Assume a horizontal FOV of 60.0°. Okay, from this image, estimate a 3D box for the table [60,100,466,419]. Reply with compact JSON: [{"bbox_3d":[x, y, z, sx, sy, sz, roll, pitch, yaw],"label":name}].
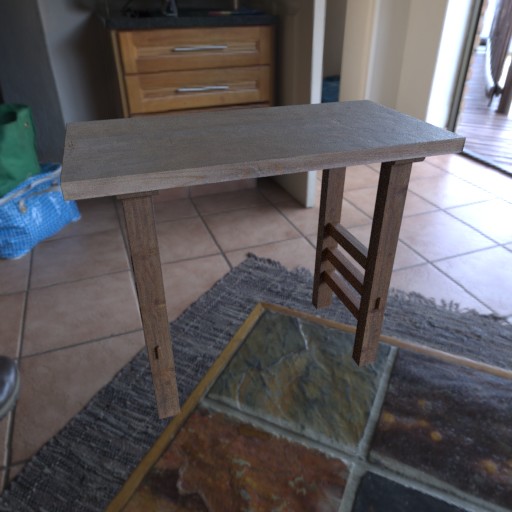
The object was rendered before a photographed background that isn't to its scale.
[{"bbox_3d":[0.000,0.000,1.611,1.119,0.914,0.556,-10,32,-16],"label":"table"}]
